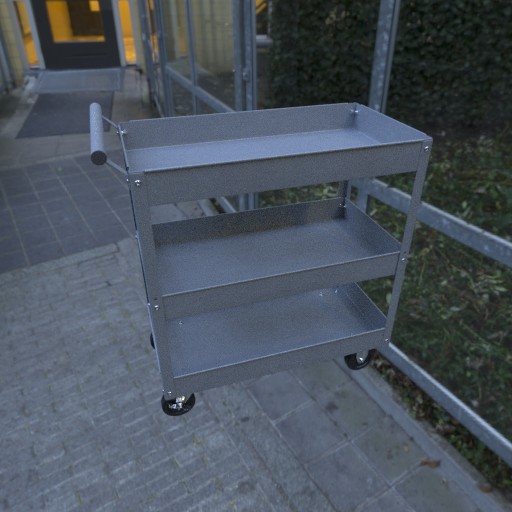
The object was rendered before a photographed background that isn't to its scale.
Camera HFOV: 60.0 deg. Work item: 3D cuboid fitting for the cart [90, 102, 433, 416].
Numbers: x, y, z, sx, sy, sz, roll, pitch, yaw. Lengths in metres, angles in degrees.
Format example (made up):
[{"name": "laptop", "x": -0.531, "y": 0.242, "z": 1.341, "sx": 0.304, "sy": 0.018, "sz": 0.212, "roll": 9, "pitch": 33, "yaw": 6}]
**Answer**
[{"name": "cart", "x": 0.000, "y": 0.000, "z": 1.208, "sx": 0.719, "sy": 0.780, "sz": 0.366, "roll": -10, "pitch": 33, "yaw": -15}]
